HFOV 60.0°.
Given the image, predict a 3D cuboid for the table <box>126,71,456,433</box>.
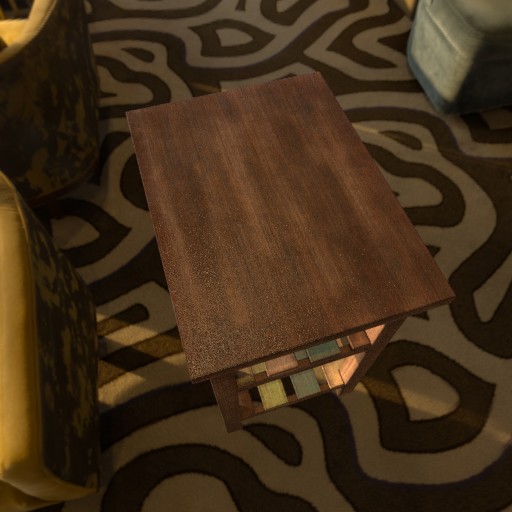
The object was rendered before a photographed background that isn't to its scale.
[{"bbox_3d":[0.000,0.000,0.949,0.356,0.584,0.609,-15,60,-9],"label":"table"}]
